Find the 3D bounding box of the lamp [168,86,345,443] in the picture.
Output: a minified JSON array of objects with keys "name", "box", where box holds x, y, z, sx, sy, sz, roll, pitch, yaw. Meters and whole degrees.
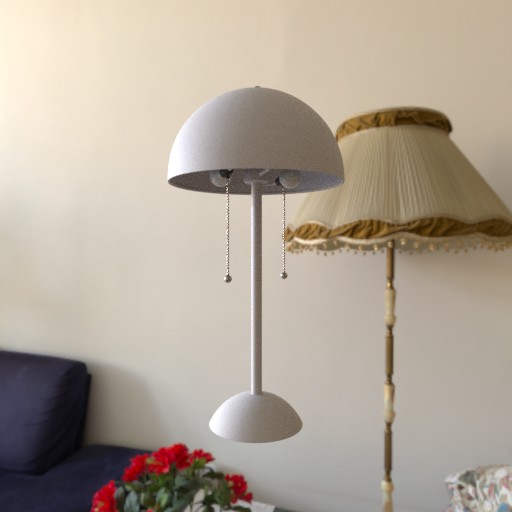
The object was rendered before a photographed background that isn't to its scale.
[{"name":"lamp","box":[0.000,0.000,0.436,0.171,0.330,0.171,0,1,0]}]
